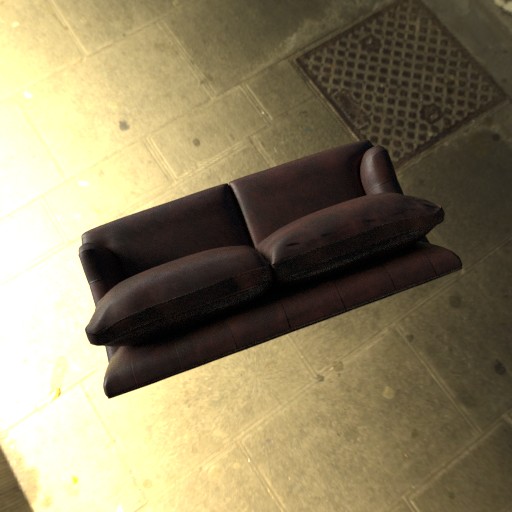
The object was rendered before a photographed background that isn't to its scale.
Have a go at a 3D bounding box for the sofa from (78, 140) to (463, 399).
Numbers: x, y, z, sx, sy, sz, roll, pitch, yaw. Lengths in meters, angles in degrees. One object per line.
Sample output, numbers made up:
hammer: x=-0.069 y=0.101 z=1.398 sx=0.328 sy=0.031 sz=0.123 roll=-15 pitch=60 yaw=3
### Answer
sofa: x=0.000 y=0.000 z=2.912 sx=2.144 sy=1.071 sz=1.147 roll=-19 pitch=76 yaw=-5
